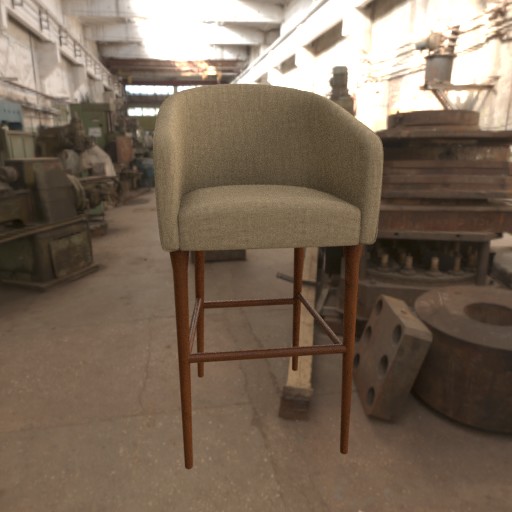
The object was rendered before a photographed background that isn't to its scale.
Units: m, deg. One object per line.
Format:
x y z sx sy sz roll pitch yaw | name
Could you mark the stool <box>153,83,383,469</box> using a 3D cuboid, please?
0.000 0.000 1.397 0.559 1.078 0.607 -2 15 -7 | stool
